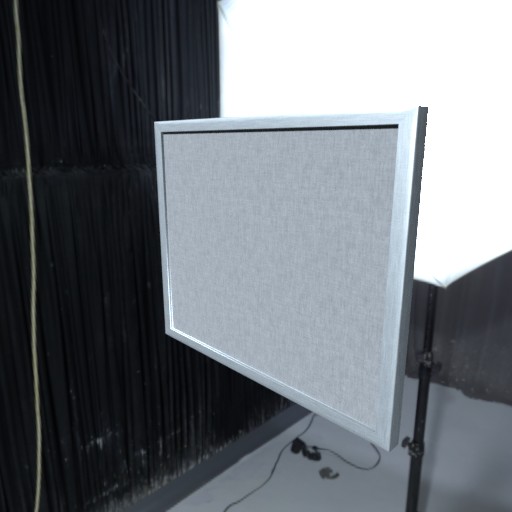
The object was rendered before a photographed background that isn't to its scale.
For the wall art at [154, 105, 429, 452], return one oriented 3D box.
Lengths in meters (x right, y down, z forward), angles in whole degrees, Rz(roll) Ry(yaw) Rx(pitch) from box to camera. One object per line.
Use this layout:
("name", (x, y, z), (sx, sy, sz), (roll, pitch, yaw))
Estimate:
("wall art", (0.000, 0.000, 0.759), (0.028, 0.457, 0.556), (-14, 20, -43))
